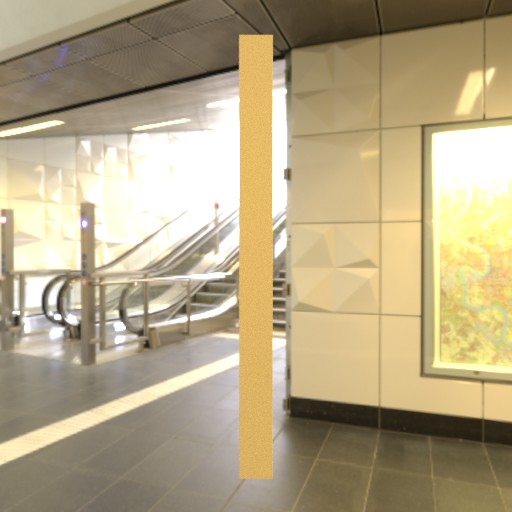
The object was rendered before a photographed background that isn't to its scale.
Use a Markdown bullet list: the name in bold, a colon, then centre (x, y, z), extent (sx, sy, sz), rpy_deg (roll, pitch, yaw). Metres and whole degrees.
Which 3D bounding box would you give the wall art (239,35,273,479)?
- **wall art**: centre (0.000, 0.000, 0.757), extent (0.038, 0.505, 0.506), rpy_deg (0, 0, 0)
